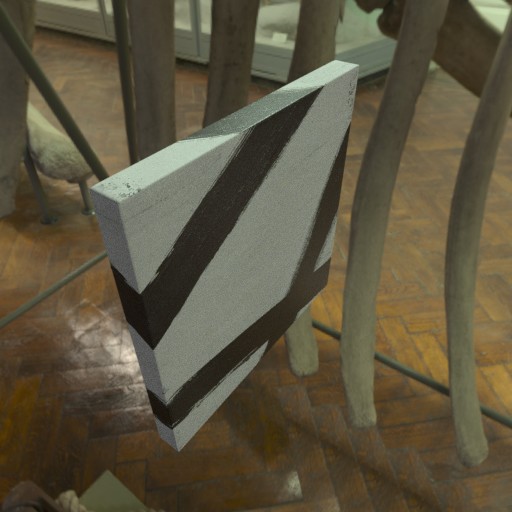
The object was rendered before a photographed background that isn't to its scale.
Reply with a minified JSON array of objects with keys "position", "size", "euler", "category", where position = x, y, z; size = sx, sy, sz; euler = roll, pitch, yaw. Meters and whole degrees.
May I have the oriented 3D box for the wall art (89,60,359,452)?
[{"position":[0.000,0.000,0.751],"size":[0.050,0.508,0.507],"euler":[26,47,27],"category":"wall art"}]
